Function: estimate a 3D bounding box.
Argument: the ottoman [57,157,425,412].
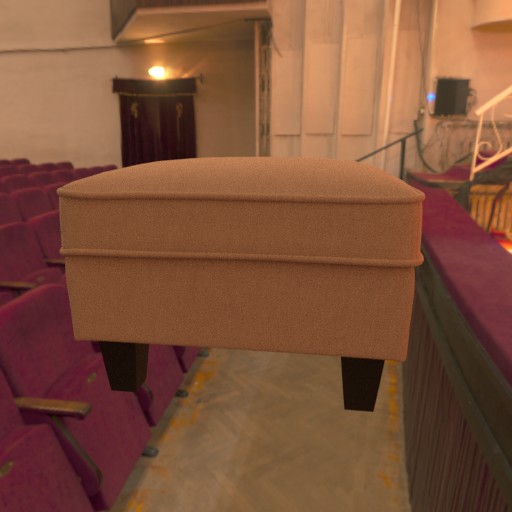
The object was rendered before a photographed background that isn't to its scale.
[{"bbox_3d":[0.000,0.000,1.012,0.613,0.438,0.616,2,15,8],"label":"ottoman"}]
